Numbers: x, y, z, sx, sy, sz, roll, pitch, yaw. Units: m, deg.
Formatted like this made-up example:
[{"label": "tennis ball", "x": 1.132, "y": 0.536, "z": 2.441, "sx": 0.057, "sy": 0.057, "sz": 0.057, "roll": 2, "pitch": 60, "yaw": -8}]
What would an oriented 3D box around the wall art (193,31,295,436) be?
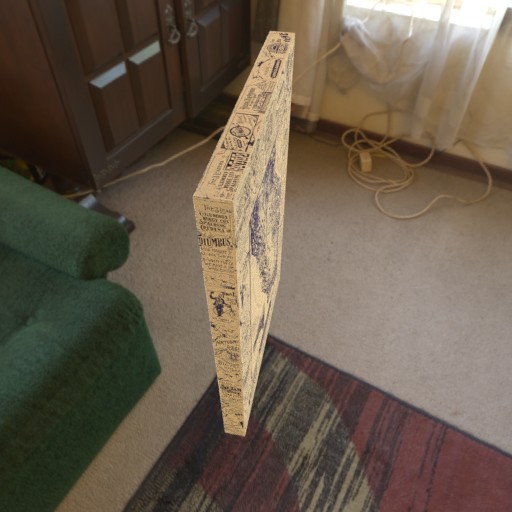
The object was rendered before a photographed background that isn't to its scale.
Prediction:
[{"label": "wall art", "x": 0.000, "y": 0.000, "z": 0.779, "sx": 0.040, "sy": 0.601, "sz": 0.408, "roll": 9, "pitch": 48, "yaw": 8}]
